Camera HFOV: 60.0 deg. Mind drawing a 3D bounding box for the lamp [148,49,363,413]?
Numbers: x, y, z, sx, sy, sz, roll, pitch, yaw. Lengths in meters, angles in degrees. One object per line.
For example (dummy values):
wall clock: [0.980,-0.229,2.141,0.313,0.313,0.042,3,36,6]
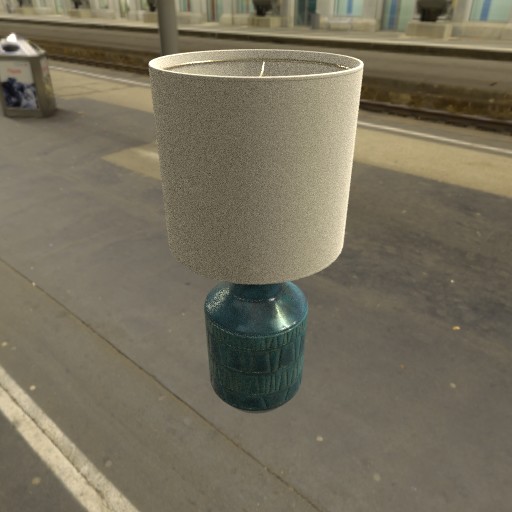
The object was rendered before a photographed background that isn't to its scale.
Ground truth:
lamp: [0.000,0.000,0.559,0.211,0.455,0.211,10,32,16]
